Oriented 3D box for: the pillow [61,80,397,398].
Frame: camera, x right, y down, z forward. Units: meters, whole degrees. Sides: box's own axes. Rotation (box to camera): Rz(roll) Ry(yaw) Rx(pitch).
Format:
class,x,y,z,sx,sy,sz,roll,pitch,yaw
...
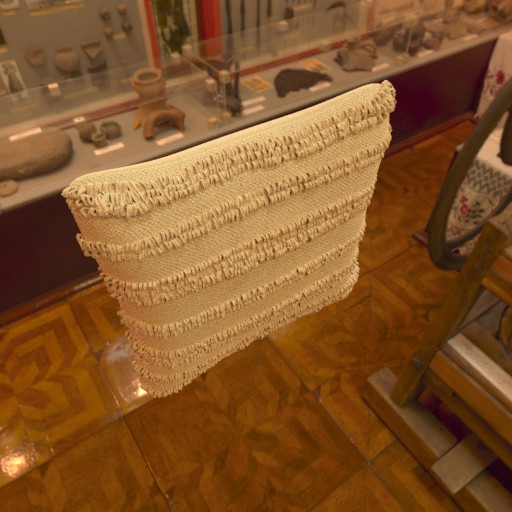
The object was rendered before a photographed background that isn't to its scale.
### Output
class,x,y,z,sx,sy,sz,roll,pitch,yaw
pillow,0.000,0.000,0.647,0.437,0.427,0.145,-25,52,-21
